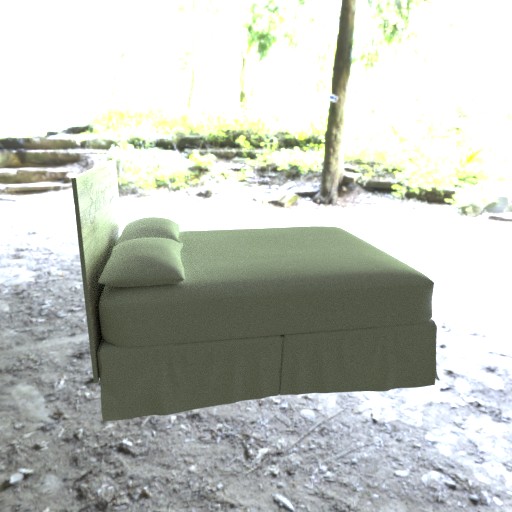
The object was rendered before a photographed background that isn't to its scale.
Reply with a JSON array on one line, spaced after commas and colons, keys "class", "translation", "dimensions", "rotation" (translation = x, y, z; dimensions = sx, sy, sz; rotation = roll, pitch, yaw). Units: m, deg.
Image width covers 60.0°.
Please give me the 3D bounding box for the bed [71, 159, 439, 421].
[{"class": "bed", "translation": [0.000, 0.000, 3.260], "dimensions": [2.094, 1.335, 1.745], "rotation": [-3, 16, -10]}]
